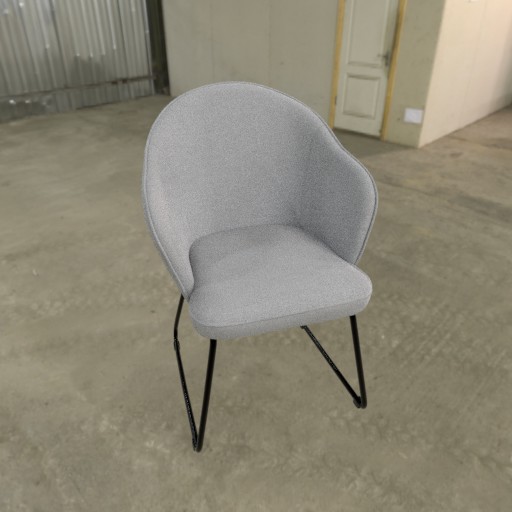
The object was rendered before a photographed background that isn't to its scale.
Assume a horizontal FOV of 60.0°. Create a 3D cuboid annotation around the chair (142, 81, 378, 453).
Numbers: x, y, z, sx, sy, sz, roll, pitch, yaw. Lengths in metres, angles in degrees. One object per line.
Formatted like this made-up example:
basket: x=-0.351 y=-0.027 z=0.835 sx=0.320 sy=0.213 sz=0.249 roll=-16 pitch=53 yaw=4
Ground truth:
chair: x=0.000 y=0.000 z=1.231 sx=0.570 sy=0.817 sz=0.592 roll=-9 pitch=33 yaw=-15
